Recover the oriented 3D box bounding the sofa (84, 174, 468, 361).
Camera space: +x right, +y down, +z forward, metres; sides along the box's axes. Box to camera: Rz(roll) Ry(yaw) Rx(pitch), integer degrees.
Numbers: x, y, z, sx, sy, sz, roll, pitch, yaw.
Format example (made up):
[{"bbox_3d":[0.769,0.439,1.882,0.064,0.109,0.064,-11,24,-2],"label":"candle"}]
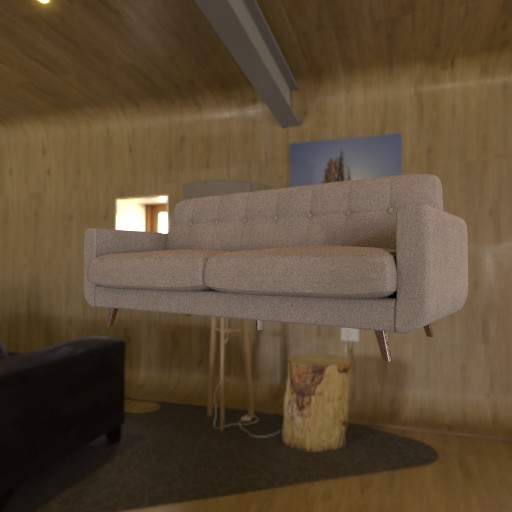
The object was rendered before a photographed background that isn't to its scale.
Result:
[{"bbox_3d":[0.000,0.000,2.477,2.029,0.841,0.909,-1,-1,34],"label":"sofa"}]
